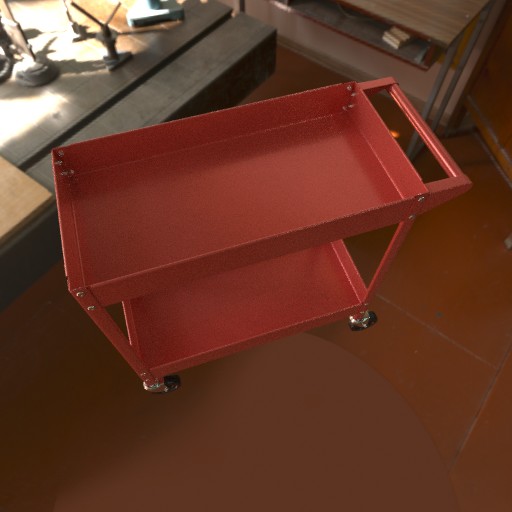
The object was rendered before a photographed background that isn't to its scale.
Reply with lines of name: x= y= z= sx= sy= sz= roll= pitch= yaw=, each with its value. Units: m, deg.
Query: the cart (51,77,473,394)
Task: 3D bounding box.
cart: x=0.000 y=0.000 z=1.177 sx=0.779 sy=0.719 sz=0.366 roll=-16 pitch=61 yaw=-9
